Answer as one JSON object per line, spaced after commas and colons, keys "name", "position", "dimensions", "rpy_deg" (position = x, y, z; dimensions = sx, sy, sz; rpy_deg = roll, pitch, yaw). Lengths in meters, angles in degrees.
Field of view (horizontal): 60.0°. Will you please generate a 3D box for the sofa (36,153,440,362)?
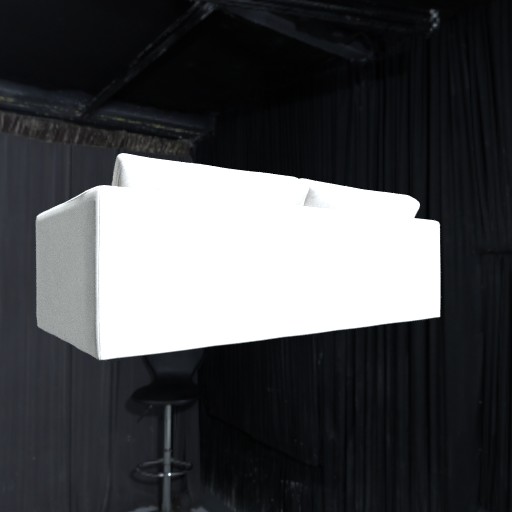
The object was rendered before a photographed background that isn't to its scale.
{"name": "sofa", "position": [0.000, 0.000, 2.681], "dimensions": [2.588, 0.838, 1.090], "rpy_deg": [1, -1, -37]}
